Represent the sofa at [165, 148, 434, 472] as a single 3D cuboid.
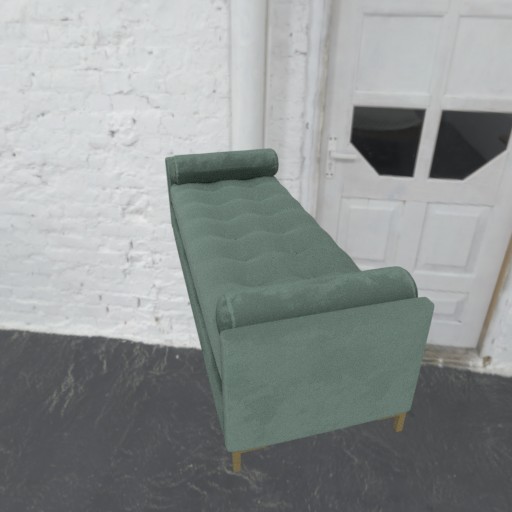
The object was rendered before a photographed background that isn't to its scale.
[{"bbox_3d":[0.000,0.000,2.493,0.796,0.705,2.102,-7,30,-13],"label":"sofa"}]
